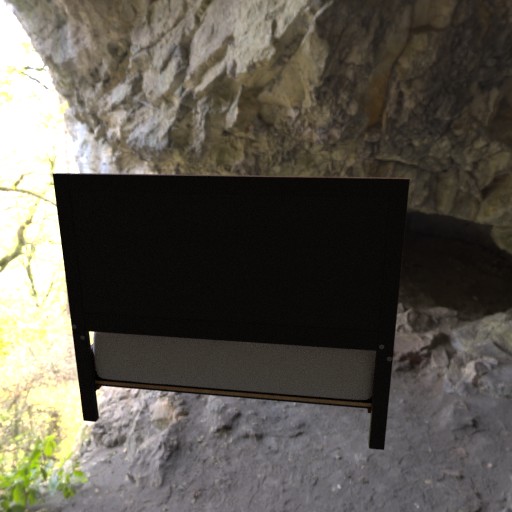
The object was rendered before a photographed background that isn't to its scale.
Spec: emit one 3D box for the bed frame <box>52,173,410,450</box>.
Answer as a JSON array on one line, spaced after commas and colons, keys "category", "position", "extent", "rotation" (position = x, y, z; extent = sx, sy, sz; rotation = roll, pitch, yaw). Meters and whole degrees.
[{"category": "bed frame", "position": [0.000, 0.000, 3.337], "extent": [1.696, 1.417, 2.276], "rotation": [2, 16, 8]}]
